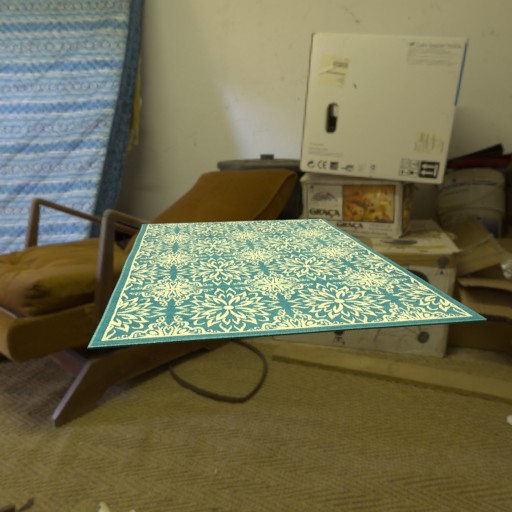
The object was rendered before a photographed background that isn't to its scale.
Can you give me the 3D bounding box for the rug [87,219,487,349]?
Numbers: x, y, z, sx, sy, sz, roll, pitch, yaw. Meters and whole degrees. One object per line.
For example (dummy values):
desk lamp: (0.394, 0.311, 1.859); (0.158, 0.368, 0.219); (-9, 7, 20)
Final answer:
rug: (0.000, 0.000, 2.727); (1.554, 0.012, 2.205); (-2, 16, -9)
